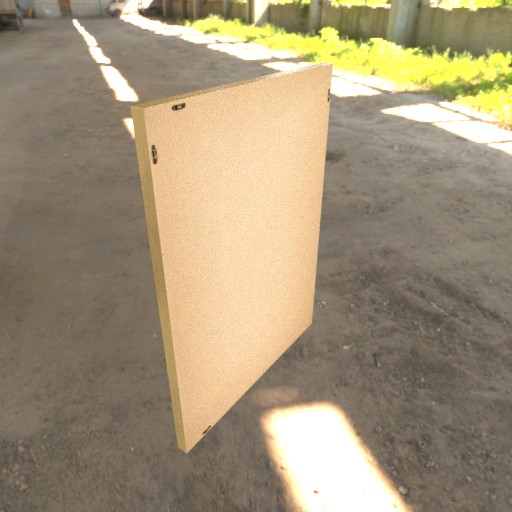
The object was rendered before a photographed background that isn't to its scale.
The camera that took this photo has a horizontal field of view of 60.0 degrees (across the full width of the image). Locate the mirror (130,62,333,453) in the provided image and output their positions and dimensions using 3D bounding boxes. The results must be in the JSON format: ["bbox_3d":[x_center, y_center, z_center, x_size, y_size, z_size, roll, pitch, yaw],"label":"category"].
[{"bbox_3d":[0.000,0.000,1.358,0.041,1.016,0.762,20,36,30],"label":"mirror"}]
